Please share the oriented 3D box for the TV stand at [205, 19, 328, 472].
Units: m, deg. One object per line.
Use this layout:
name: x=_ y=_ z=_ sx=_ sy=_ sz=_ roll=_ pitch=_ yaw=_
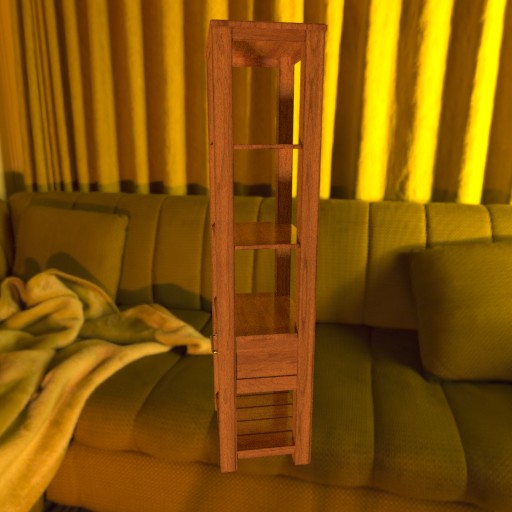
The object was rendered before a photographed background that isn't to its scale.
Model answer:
TV stand: x=0.000 y=0.000 z=2.037 sx=0.435 sy=1.828 sz=0.565 roll=-2 pitch=14 yaw=-8
